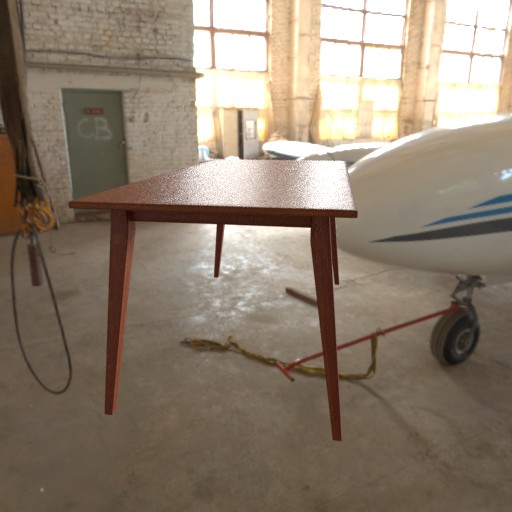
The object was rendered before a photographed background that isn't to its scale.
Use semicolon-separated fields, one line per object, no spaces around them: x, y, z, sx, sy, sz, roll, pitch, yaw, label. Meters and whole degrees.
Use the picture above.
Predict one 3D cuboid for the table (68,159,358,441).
0.000;0.000;2.064;0.811;0.755;1.609;3;17;9;table
